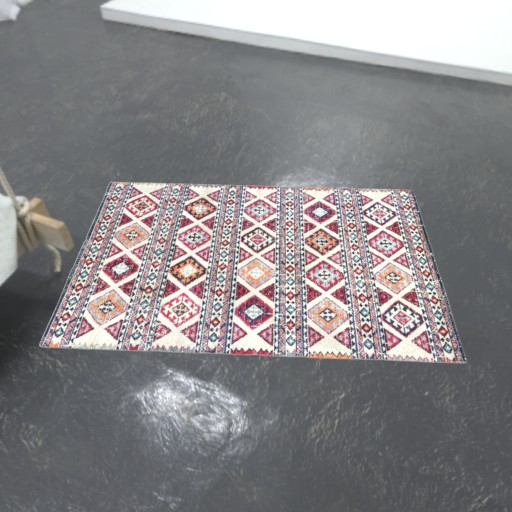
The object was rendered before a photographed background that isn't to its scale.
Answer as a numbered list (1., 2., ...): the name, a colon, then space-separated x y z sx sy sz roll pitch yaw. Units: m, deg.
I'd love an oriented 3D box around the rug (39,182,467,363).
1. rug: 0.000 0.000 3.031 2.440 0.010 1.545 2 47 2
